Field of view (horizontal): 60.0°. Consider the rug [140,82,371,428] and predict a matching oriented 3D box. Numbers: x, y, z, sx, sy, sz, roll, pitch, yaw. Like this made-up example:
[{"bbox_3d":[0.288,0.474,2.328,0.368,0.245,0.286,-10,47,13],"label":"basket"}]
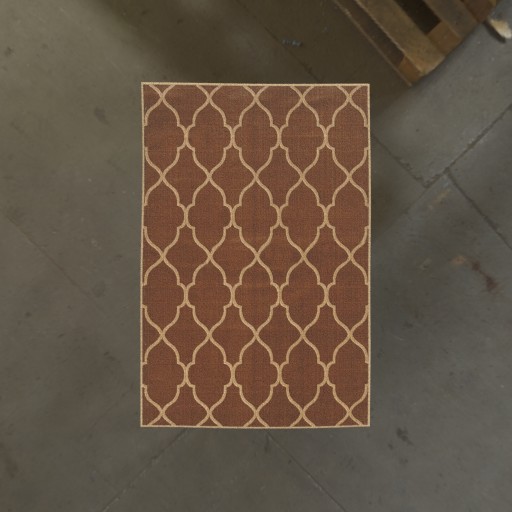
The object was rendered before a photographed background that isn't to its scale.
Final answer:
[{"bbox_3d":[0.000,0.000,2.938,1.526,0.014,2.290,0,90,-1],"label":"rug"}]
